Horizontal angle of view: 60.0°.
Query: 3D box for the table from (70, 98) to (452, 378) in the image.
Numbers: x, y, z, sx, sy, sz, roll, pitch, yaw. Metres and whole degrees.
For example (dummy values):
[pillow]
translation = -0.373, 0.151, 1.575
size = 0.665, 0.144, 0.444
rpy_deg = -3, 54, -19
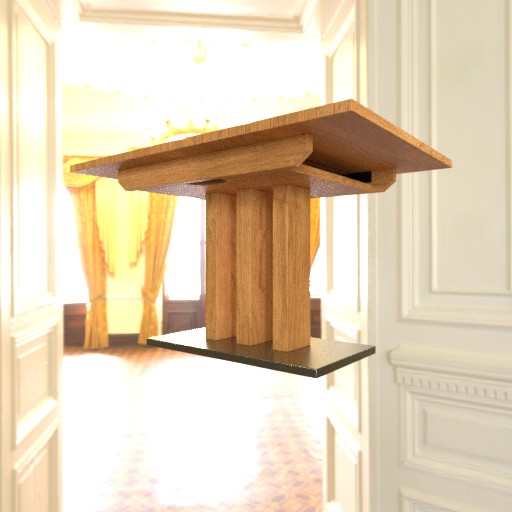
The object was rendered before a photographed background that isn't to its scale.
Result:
[table]
translation = 0.000, 0.000, 1.832
size = 1.300, 0.770, 0.900
rpy_deg = 0, 0, 38
